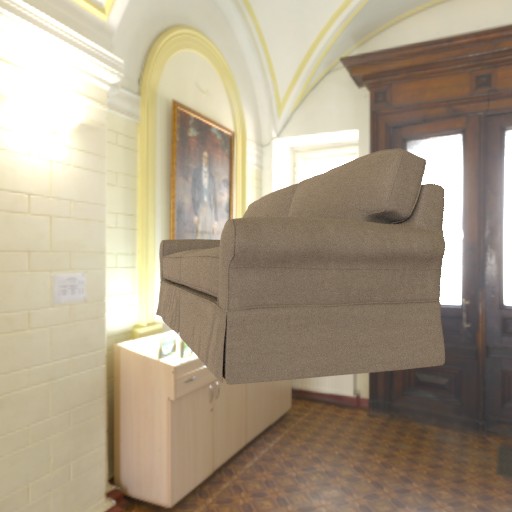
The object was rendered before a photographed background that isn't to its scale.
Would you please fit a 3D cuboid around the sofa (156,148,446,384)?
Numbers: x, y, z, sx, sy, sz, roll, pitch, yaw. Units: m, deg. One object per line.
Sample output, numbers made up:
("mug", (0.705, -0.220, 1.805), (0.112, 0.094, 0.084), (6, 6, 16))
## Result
("sofa", (0.000, 0.000, 2.717), (0.991, 0.943, 2.248), (0, 0, -19))
